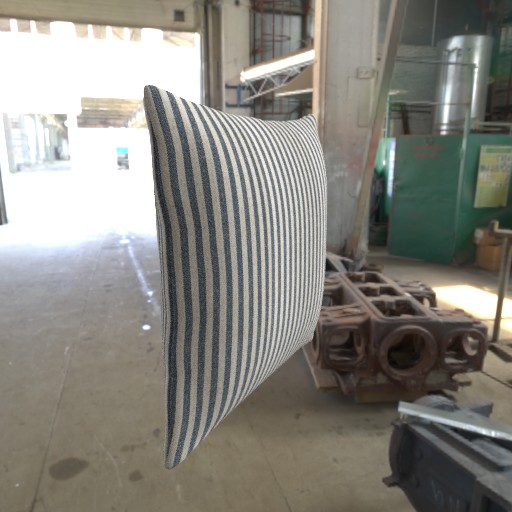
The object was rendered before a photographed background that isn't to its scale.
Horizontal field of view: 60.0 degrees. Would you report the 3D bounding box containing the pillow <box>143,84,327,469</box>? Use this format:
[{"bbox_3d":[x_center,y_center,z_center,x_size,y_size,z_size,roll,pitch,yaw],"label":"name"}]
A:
[{"bbox_3d":[0.000,0.000,0.778,0.166,0.510,0.523,7,15,28],"label":"pillow"}]
